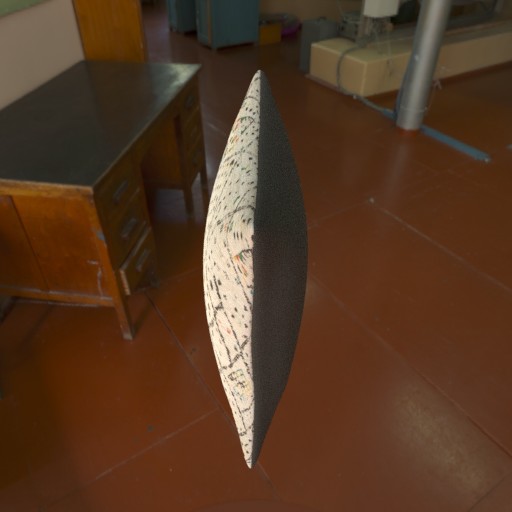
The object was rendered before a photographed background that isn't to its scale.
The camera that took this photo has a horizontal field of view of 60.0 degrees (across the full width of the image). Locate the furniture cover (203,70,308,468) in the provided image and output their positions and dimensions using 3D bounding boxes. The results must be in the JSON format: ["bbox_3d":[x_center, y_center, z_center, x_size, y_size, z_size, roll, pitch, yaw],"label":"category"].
[{"bbox_3d":[0.000,0.000,0.789,0.180,0.498,0.525,1,40,1],"label":"furniture cover"}]
